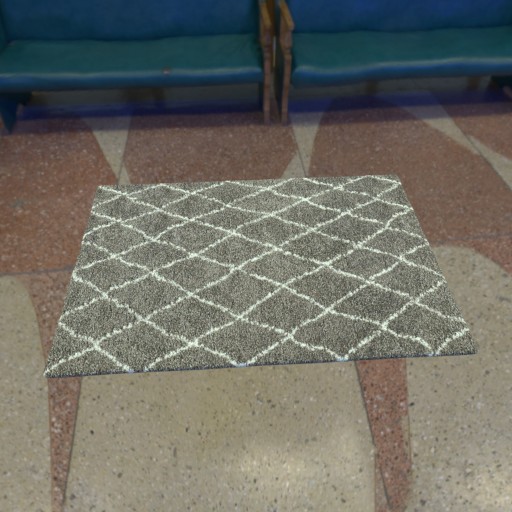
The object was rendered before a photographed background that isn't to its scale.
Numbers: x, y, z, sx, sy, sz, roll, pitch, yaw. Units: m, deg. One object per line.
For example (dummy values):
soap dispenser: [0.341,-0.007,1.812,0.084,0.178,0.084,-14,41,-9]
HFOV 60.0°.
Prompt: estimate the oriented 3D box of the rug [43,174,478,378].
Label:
rug: [0.000,0.000,2.217,1.778,0.030,1.219,-3,47,-2]
